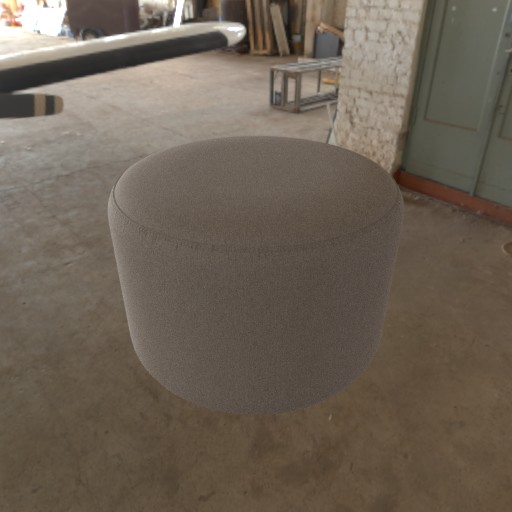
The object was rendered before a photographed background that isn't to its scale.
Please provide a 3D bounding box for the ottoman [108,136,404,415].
[{"bbox_3d":[0.000,0.000,1.020,0.608,0.433,0.608,0,31,0],"label":"ottoman"}]
